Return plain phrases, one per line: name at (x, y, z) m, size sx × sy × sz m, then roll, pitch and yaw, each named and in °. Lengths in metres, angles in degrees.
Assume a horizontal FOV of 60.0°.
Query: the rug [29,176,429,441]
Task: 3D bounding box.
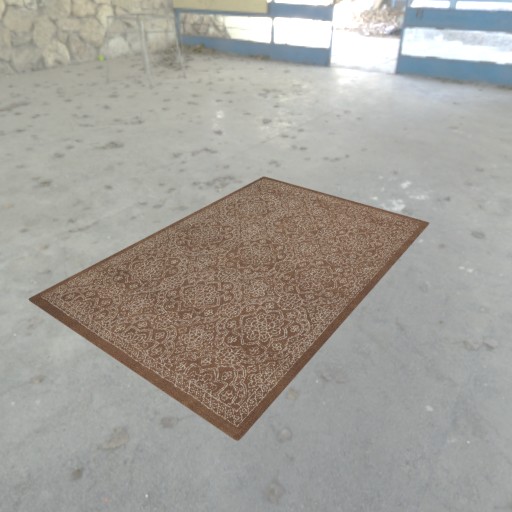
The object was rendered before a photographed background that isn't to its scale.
rug at (0.000, 0.000, 2.321) m, size 1.219 × 0.010 × 1.829 m, roll 22°, pitch 38°, yaw 30°
